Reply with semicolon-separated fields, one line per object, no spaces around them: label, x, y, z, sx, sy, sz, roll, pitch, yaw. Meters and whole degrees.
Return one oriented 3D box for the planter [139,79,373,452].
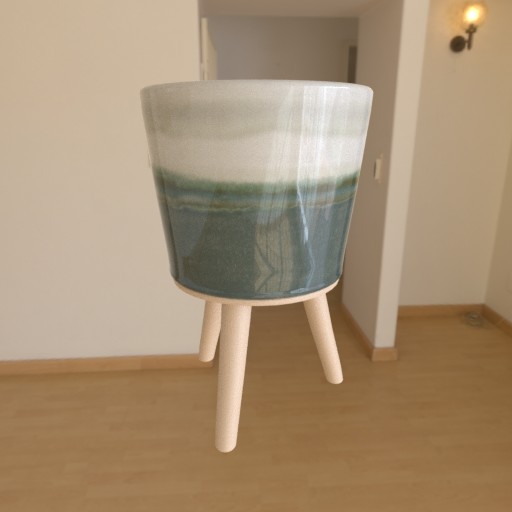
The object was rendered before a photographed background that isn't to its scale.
planter;0.000;0.000;0.469;0.217;0.331;0.217;-9;19;-28
